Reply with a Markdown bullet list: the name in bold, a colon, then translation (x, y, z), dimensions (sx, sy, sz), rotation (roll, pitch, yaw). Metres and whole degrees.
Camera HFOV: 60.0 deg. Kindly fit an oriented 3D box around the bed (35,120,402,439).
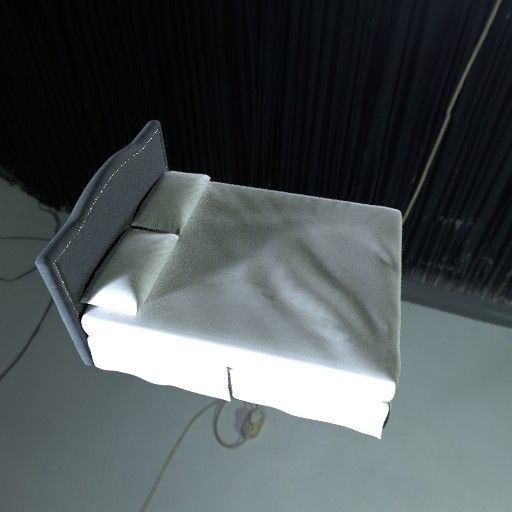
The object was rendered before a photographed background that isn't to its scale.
- **bed**: translation (0.000, 0.000, 3.984), dimensions (2.689, 1.457, 2.161), rotation (10, 46, 10)
